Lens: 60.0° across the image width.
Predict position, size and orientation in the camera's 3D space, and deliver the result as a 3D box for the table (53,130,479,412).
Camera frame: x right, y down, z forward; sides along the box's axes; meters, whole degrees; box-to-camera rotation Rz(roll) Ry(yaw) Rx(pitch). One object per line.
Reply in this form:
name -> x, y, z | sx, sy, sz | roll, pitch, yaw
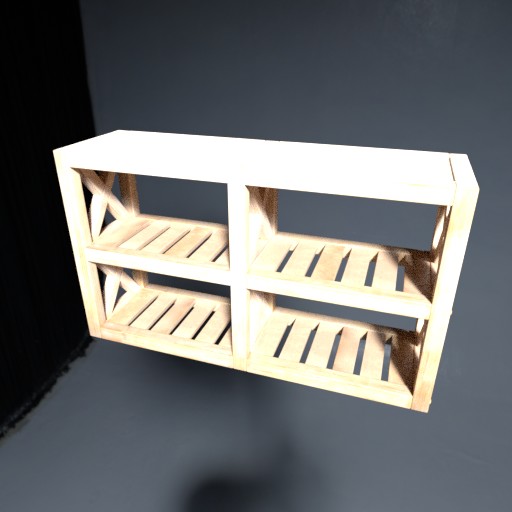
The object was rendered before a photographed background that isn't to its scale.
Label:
table -> 0.000, 0.000, 1.626 | 1.320, 0.762, 0.381 | 8, 28, 17
